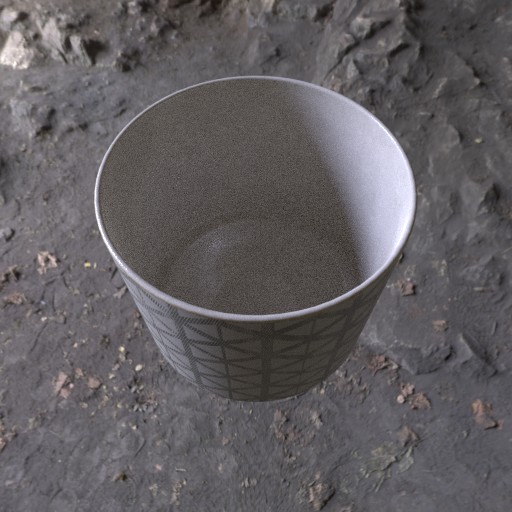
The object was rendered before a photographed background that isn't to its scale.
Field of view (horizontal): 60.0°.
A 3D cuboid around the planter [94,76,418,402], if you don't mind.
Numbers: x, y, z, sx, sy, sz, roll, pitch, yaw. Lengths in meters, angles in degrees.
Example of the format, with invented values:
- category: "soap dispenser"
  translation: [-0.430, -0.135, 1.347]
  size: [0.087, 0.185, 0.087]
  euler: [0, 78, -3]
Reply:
- category: "planter"
  translation: [0.000, 0.000, 0.341]
  size: [0.190, 0.181, 0.190]
  euler: [0, 58, 0]
